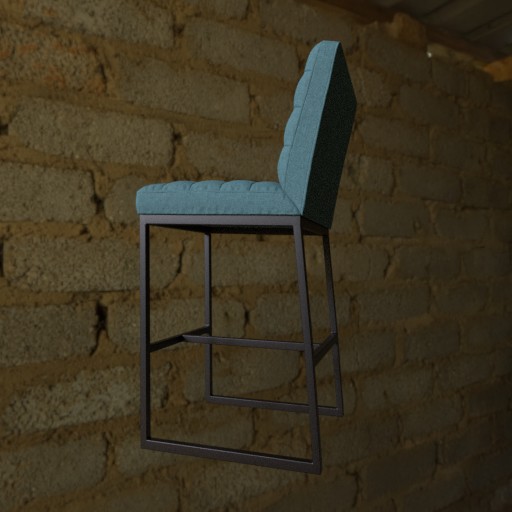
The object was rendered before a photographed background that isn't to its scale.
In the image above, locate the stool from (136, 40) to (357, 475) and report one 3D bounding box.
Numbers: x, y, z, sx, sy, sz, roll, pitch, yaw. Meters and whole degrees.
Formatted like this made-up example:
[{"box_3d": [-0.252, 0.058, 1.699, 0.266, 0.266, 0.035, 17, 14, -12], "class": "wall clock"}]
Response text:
[{"box_3d": [0.000, 0.000, 1.329, 0.560, 1.040, 0.460, 0, -1, 18], "class": "stool"}]
